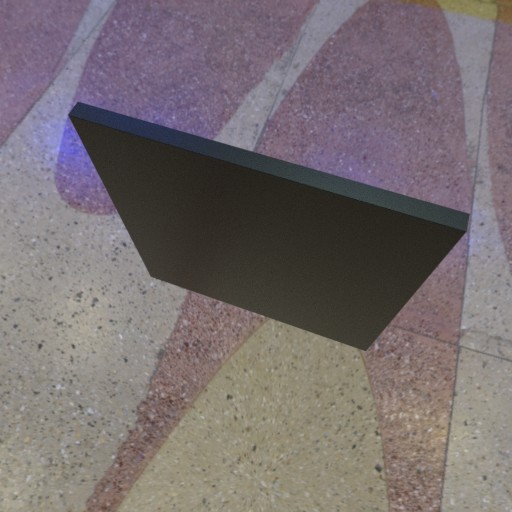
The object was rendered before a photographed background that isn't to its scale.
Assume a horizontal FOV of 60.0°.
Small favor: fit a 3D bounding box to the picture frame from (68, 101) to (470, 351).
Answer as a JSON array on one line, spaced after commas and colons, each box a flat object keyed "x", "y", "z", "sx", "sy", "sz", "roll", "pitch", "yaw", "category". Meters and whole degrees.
[{"x": 0.000, "y": 0.000, "z": 0.840, "sx": 0.559, "sy": 0.557, "sz": 0.029, "roll": 18, "pitch": 64, "yaw": 9, "category": "picture frame"}]
